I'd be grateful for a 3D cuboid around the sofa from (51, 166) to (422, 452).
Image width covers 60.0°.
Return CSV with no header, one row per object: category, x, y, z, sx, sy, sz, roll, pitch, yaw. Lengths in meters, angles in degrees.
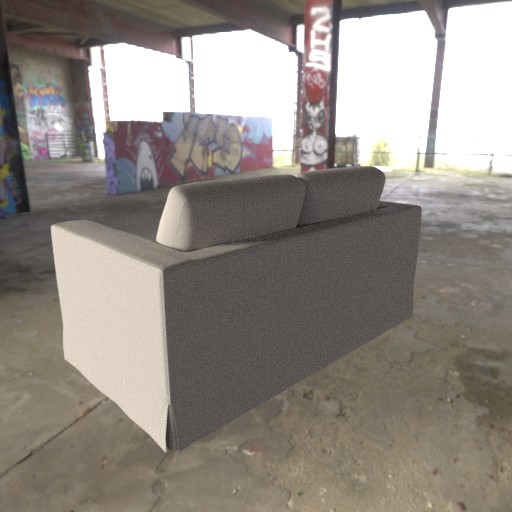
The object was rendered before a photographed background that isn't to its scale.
sofa,0.000,0.000,2.415,1.813,0.932,1.009,-15,22,-42
